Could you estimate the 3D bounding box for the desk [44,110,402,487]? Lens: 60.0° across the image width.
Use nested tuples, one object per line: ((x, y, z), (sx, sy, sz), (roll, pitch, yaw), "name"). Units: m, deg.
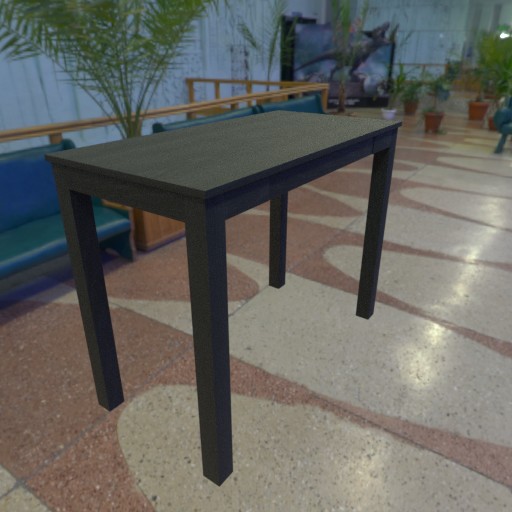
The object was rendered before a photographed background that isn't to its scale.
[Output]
((0.000, 0.000, 1.422), (0.499, 0.762, 0.991), (17, 30, 32), "desk")
